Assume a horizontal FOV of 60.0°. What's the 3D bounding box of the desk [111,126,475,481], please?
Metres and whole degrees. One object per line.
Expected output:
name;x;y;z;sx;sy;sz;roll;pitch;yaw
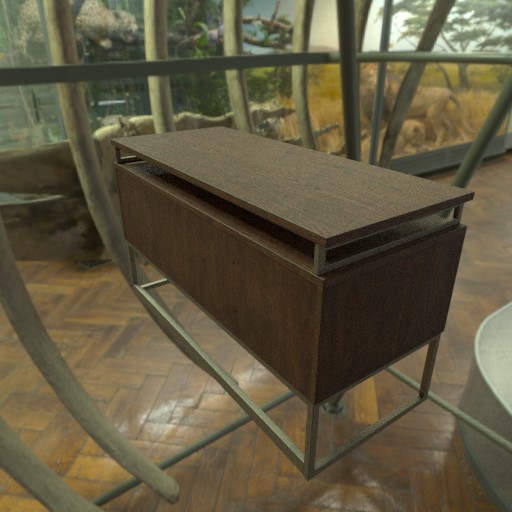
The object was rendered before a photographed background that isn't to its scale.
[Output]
desk;0.000;0.000;1.805;0.610;0.792;1.384;-17;30;-32
